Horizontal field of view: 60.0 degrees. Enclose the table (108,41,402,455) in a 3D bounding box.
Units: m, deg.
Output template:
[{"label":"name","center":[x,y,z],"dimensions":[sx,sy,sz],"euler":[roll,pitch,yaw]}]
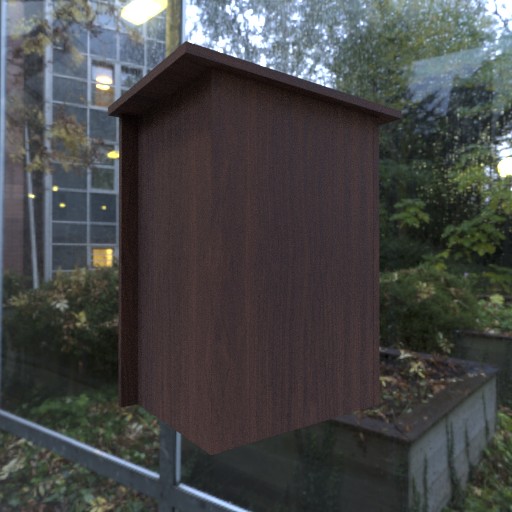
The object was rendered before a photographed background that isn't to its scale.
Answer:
[{"label":"table","center":[0.000,0.000,1.073],"dimensions":[0.589,0.711,0.406],"euler":[0,-1,-36]}]
